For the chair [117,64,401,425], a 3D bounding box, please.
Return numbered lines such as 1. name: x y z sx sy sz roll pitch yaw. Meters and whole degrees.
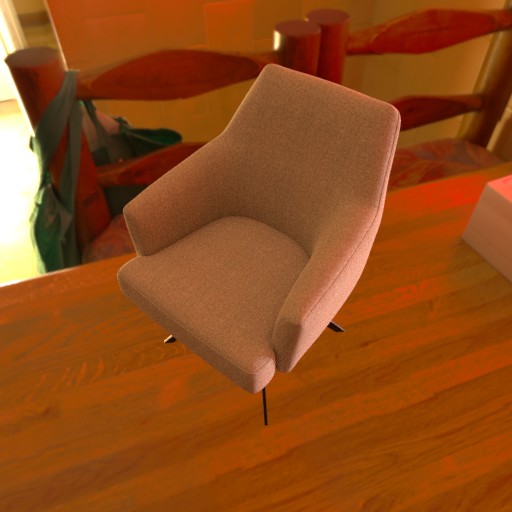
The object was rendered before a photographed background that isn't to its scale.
1. chair: 0.000 0.000 1.355 0.642 0.874 0.677 31 54 26
